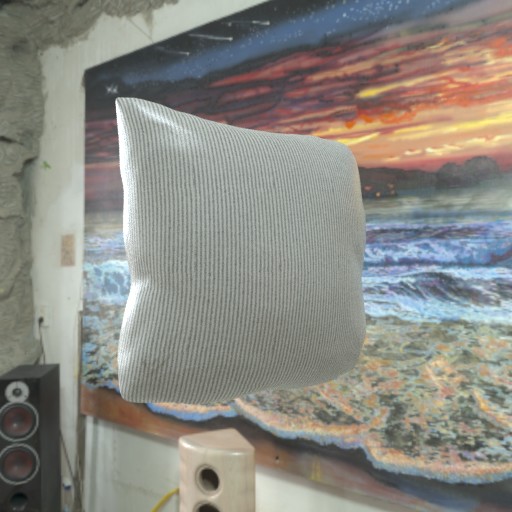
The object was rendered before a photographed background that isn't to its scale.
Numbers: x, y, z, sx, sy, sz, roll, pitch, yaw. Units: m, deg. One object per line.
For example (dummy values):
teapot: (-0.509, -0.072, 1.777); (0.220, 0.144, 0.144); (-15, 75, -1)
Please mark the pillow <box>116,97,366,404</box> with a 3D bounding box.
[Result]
pillow: (0.000, 0.000, 0.708); (0.387, 0.432, 0.310); (0, -1, 1)
